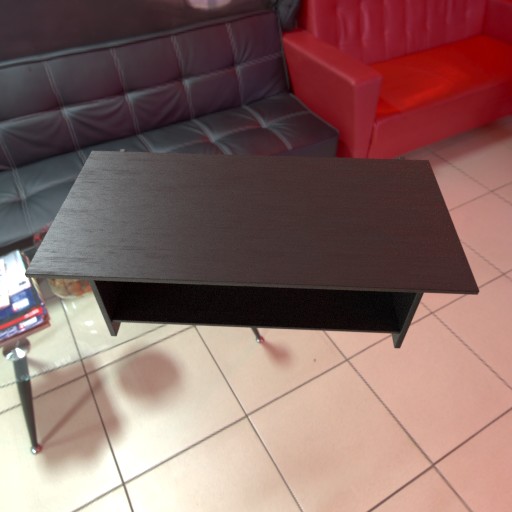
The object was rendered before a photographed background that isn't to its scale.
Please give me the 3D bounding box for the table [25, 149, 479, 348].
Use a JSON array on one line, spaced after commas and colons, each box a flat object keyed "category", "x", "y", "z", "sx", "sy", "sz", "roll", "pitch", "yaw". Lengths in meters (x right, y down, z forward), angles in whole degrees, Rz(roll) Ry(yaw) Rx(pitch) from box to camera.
[{"category": "table", "x": 0.000, "y": 0.000, "z": 1.422, "sx": 1.000, "sy": 0.570, "sz": 0.712, "roll": 2, "pitch": 46, "yaw": 2}]
